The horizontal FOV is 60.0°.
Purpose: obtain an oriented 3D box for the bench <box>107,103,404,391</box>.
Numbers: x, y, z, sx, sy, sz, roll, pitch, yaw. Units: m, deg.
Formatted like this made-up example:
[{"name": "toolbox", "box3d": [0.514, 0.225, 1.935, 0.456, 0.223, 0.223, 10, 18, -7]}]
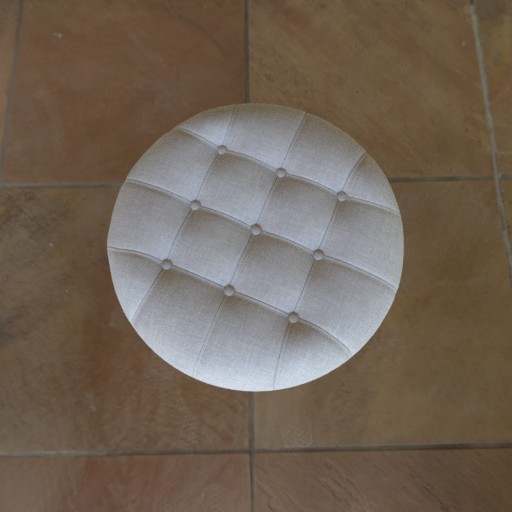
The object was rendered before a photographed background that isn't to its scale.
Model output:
[{"name": "bench", "box3d": [0.000, 0.000, 1.050, 0.600, 0.453, 0.600, 0, 76, 0]}]
